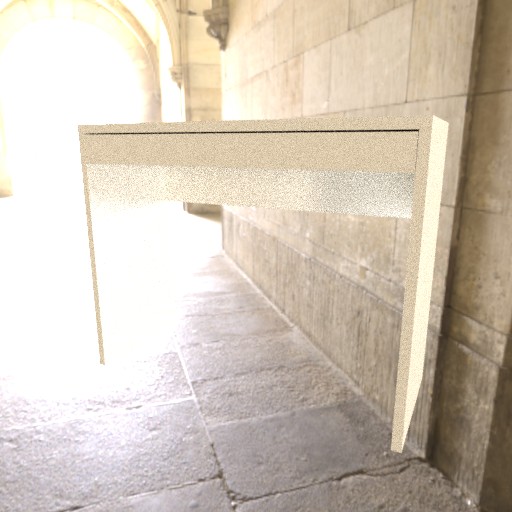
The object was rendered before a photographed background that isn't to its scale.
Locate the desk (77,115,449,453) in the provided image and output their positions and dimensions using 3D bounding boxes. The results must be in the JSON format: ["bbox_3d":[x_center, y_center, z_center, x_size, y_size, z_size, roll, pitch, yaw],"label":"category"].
[{"bbox_3d":[0.000,0.000,1.378,1.000,0.790,0.400,7,16,26],"label":"desk"}]
